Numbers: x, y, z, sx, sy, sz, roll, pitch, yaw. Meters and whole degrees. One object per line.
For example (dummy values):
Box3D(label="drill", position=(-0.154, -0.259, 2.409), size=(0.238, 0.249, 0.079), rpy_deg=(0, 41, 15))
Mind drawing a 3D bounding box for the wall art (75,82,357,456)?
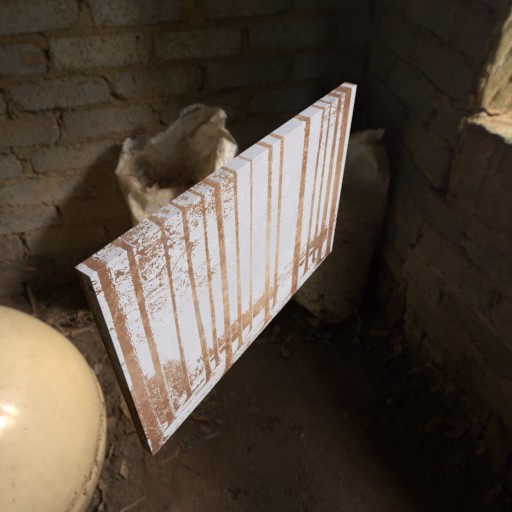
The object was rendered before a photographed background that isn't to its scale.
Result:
Box3D(label="wall art", position=(0.000, 0.000, 1.150), size=(0.035, 0.609, 0.914), rpy_deg=(25, 48, 25))
